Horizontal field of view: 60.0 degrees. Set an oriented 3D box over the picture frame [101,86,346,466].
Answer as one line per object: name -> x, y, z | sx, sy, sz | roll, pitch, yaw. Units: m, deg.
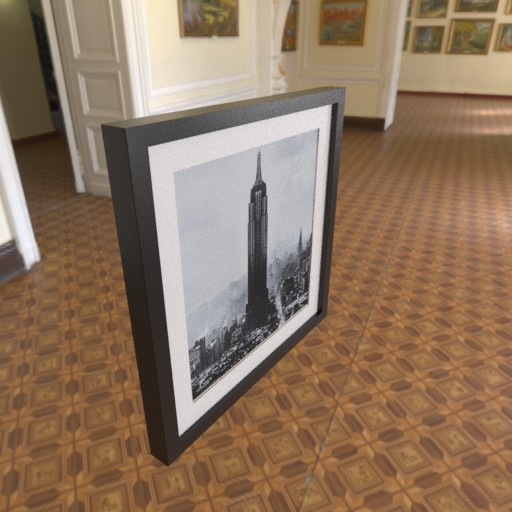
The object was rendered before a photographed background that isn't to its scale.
picture frame -> 0.000, 0.000, 0.530 | 0.029, 0.353, 0.355 | 18, 32, 32
